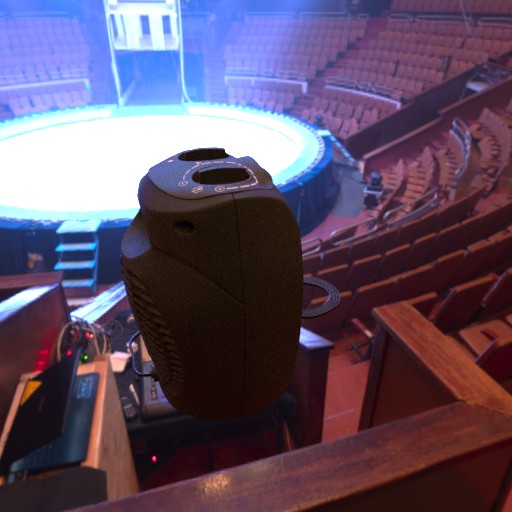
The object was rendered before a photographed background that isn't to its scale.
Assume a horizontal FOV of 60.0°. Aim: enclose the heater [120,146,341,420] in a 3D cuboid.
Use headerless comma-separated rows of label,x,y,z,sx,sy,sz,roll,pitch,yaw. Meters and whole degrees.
heater,0.000,0.000,0.478,0.291,0.240,0.239,-9,30,-17
